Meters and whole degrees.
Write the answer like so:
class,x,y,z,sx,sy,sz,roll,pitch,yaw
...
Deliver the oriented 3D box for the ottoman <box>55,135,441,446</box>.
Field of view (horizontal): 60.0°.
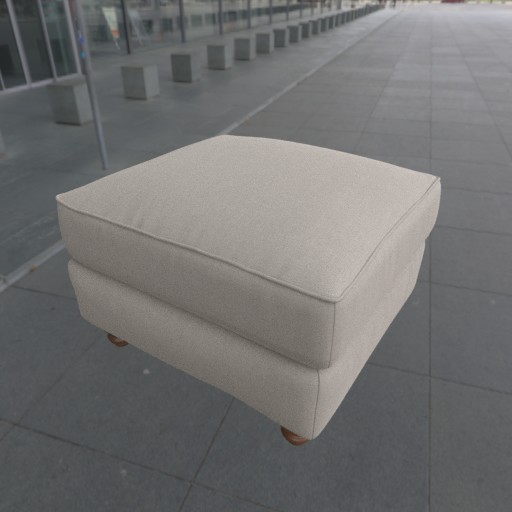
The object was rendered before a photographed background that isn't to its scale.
class,x,y,z,sx,sy,sz,roll,pitch,yaw
ottoman,0.000,0.000,1.128,0.716,0.505,0.662,19,36,29
